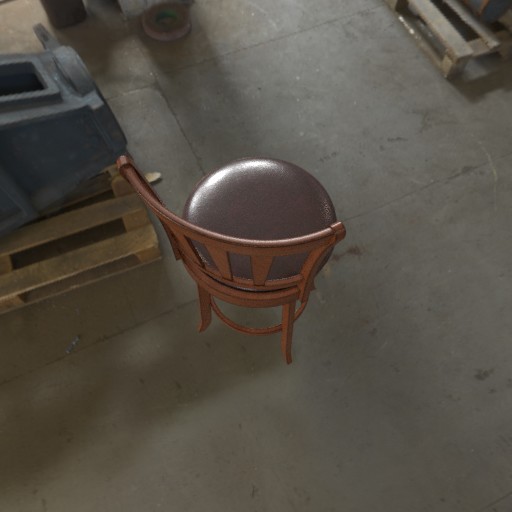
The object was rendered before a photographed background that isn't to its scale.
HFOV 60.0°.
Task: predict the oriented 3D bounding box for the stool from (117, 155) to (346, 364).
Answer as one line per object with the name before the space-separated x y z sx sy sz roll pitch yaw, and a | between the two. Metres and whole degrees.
stool | 0.000 0.000 1.417 0.464 1.177 0.503 18 66 9
